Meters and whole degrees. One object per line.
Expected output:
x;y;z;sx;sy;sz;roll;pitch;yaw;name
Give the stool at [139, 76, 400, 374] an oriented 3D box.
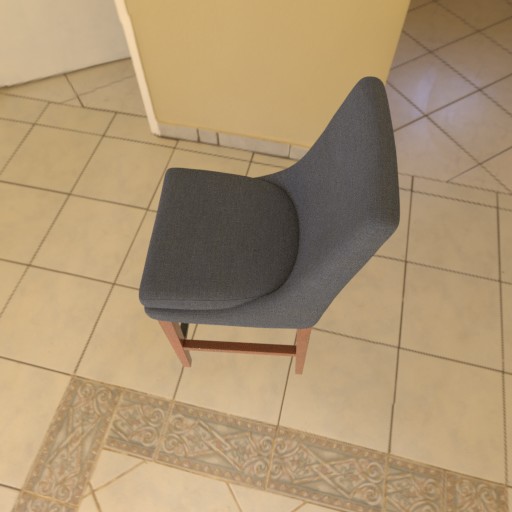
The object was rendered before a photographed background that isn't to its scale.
0.000;0.000;1.317;0.577;0.981;0.470;4;60;2;stool
